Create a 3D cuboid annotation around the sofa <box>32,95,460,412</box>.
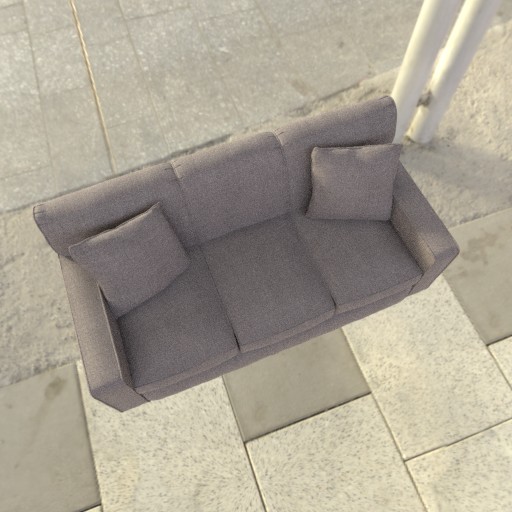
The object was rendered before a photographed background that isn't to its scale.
[{"bbox_3d":[0.000,0.000,2.526,2.024,0.958,0.997,-20,65,-10],"label":"sofa"}]
